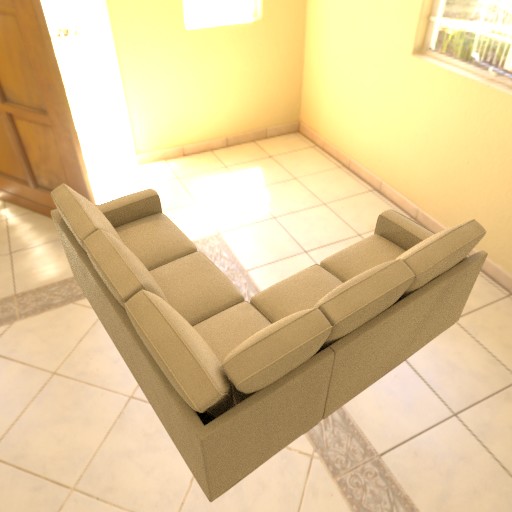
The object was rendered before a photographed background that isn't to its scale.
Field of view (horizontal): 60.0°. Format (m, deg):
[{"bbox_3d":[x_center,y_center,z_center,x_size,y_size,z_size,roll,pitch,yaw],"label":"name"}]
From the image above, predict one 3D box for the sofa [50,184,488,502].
[{"bbox_3d":[0.000,0.000,3.223,2.182,0.939,2.189,-25,46,-27],"label":"sofa"}]
